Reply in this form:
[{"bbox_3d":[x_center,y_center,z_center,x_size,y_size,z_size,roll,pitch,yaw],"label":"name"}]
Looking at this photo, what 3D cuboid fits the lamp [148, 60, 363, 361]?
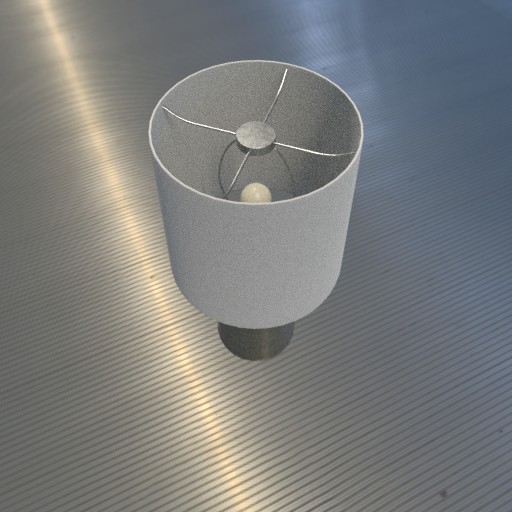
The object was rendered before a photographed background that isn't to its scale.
[{"bbox_3d":[0.000,0.000,0.494,0.186,0.369,0.186,0,56,0],"label":"lamp"}]
